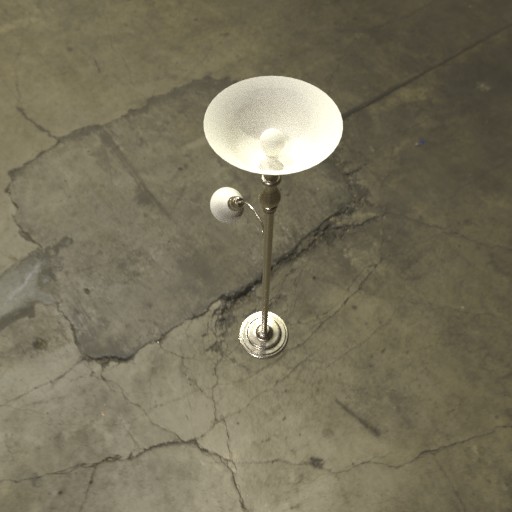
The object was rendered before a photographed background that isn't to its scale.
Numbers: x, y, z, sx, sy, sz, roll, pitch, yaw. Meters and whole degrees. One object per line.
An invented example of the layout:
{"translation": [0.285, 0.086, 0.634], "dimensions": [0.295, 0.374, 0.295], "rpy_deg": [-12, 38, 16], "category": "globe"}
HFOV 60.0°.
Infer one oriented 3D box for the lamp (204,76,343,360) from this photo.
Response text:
{"translation": [0.000, 0.000, 2.097], "dimensions": [0.405, 1.785, 0.575], "rpy_deg": [-32, 65, -17], "category": "lamp"}
